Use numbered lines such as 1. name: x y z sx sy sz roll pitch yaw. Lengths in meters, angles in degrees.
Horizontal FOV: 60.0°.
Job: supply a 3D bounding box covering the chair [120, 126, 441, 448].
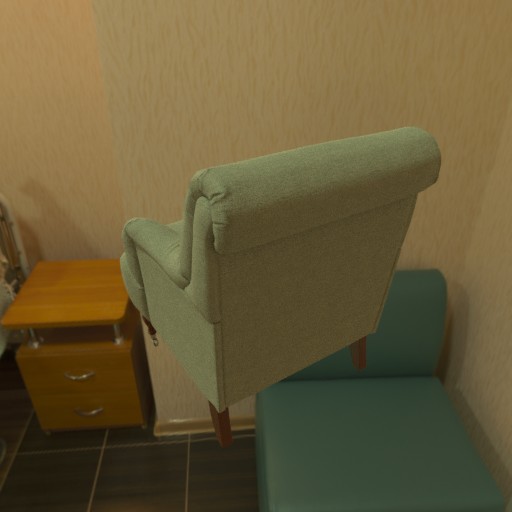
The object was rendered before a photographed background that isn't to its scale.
1. chair: 0.000 0.000 1.956 0.964 1.178 1.060 -19 35 -29
